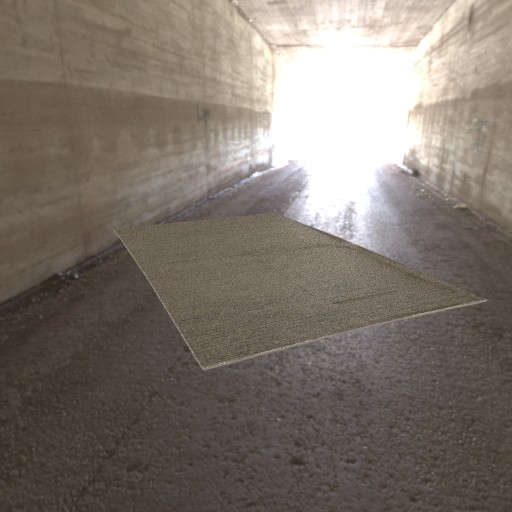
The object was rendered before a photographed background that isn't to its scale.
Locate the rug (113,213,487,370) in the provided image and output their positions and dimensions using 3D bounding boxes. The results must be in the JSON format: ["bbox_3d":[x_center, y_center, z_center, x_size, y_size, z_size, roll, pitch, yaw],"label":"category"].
[{"bbox_3d":[0.000,0.000,2.229,1.149,0.021,1.773,-8,19,-24],"label":"rug"}]
